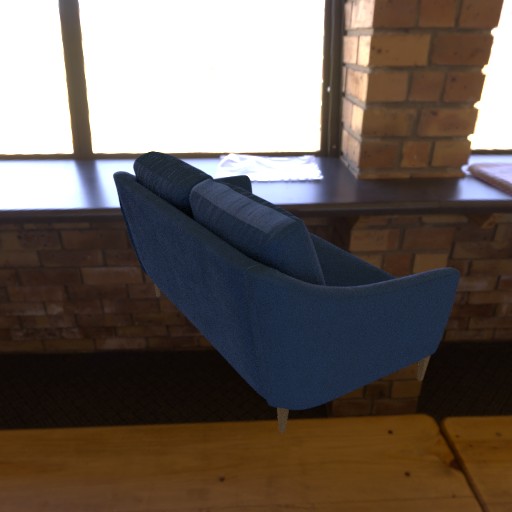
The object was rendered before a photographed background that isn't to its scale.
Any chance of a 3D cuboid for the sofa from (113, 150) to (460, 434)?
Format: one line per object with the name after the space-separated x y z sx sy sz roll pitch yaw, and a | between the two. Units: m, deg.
0.000 0.000 2.215 0.960 0.902 1.619 -17 31 -30 | sofa
